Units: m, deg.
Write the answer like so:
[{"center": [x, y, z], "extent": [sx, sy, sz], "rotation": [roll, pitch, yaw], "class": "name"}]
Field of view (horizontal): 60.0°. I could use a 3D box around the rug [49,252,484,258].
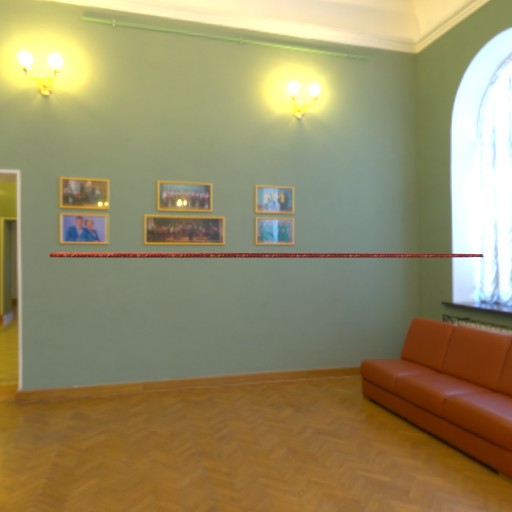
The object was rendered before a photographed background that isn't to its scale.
[{"center": [0.000, 0.000, 2.344], "extent": [1.835, 0.018, 1.230], "rotation": [0, 0, -17], "class": "rug"}]
